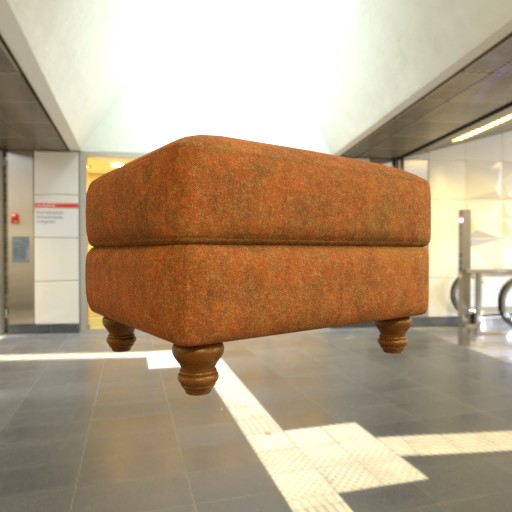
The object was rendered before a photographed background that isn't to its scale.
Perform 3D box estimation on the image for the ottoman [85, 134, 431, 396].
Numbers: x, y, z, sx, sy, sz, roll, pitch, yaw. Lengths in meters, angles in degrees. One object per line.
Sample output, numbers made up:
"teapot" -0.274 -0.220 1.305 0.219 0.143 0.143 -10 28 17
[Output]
"ottoman" 0.000 0.000 1.183 0.787 0.508 0.635 0 1 -35
